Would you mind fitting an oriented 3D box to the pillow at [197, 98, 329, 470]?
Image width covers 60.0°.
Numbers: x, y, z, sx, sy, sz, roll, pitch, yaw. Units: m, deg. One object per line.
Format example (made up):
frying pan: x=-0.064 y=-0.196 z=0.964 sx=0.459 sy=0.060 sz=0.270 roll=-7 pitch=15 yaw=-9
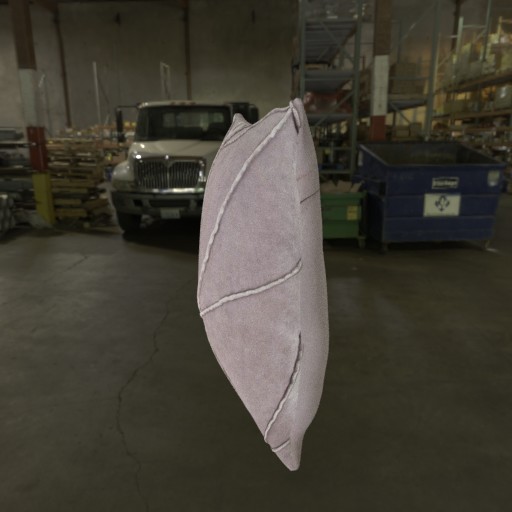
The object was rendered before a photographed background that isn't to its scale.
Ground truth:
pillow: x=0.000 y=0.000 z=0.684 sx=0.185 sy=0.440 sz=0.439 roll=-3 pitch=15 yaw=-10
